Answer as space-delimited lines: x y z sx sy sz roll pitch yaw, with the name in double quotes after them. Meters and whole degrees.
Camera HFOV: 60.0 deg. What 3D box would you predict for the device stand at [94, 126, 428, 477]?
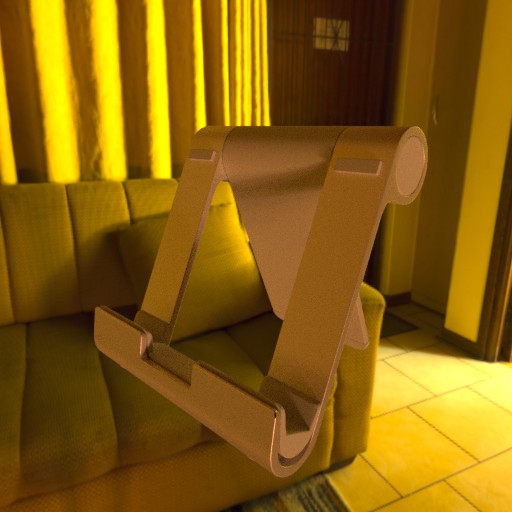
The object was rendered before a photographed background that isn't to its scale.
0.000 0.000 0.149 0.086 0.084 0.079 16 23 42 "device stand"
